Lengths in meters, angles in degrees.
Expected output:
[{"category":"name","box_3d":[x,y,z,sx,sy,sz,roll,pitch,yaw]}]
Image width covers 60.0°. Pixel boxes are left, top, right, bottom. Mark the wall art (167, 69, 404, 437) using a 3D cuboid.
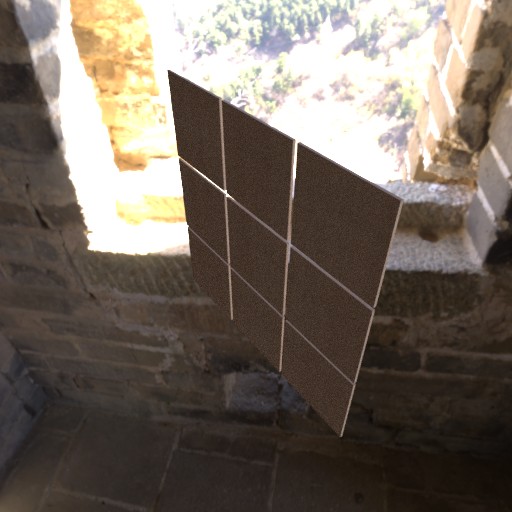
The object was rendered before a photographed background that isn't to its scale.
[{"category":"wall art","box_3d":[0.000,0.000,1.879,0.013,1.218,1.219,-26,47,-27]}]
